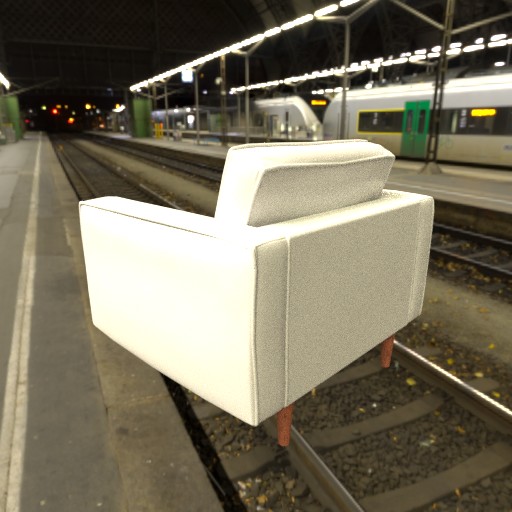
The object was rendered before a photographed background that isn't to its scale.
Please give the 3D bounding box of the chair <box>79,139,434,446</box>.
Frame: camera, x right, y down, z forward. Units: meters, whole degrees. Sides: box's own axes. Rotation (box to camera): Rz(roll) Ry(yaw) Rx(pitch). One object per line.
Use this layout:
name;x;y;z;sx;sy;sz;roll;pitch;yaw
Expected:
chair;0.000;0.000;1.518;0.843;0.773;0.928;15;23;42
